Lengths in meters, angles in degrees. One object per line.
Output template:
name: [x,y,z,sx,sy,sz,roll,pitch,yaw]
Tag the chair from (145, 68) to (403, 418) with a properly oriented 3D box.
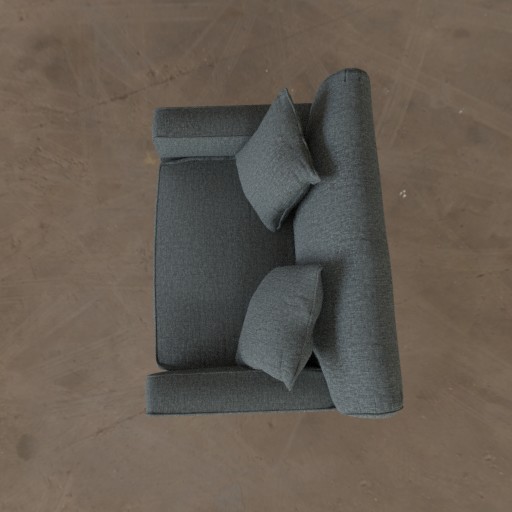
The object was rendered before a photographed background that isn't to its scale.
chair: [0.000,0.000,2.074,1.000,0.948,1.383,-2,76,0]
